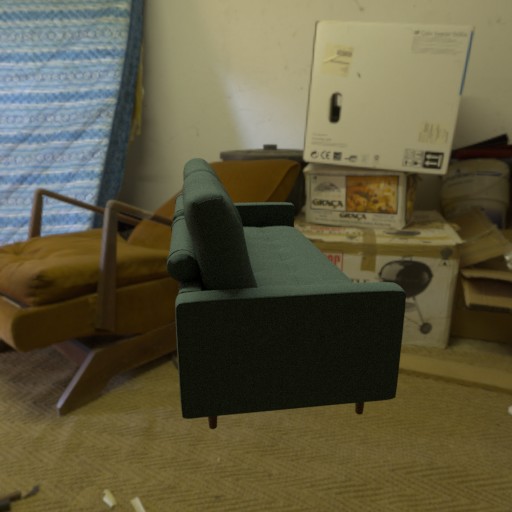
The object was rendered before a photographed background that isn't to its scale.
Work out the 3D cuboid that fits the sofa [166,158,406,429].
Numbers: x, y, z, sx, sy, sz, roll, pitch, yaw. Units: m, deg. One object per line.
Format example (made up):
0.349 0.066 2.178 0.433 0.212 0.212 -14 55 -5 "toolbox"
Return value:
0.000 0.000 2.643 0.966 1.050 2.010 -2 17 -8 "sofa"
